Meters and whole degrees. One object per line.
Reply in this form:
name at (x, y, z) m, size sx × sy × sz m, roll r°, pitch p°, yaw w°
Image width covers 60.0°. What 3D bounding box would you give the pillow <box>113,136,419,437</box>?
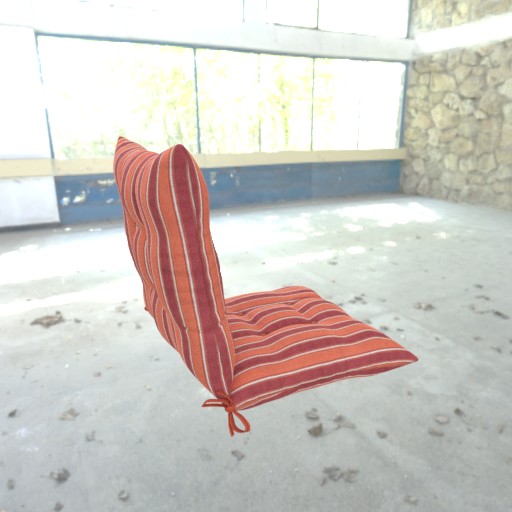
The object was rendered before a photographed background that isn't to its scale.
pillow at (0.000, 0.000, 1.035) m, size 0.585 × 0.536 × 0.541 m, roll -8°, pitch 18°, yaw -25°
